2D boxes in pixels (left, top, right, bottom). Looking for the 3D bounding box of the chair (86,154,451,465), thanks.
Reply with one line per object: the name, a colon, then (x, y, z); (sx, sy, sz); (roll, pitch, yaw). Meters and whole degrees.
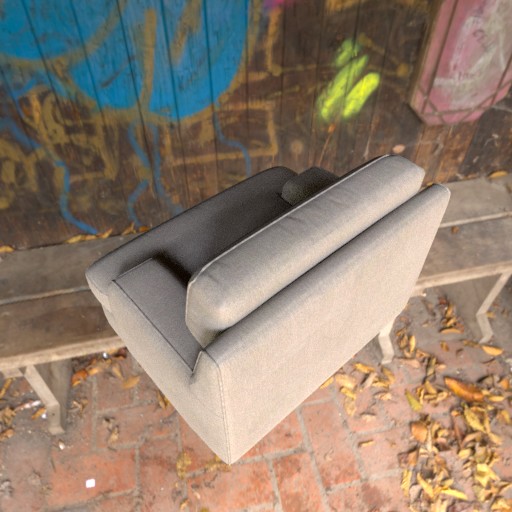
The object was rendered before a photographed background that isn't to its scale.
chair: (0.000, 0.000, 2.007); (1.270, 0.974, 1.043); (-33, 55, -27)
